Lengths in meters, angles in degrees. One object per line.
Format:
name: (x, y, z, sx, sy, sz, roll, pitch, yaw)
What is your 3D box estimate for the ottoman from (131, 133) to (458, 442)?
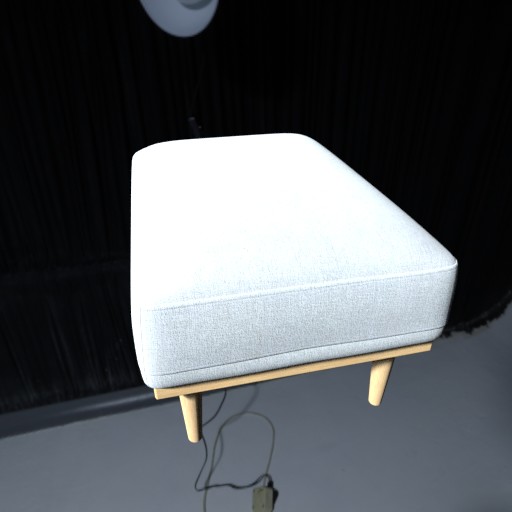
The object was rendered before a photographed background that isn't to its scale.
ottoman: (0.000, 0.000, 1.057, 0.549, 0.428, 0.749, -7, 32, -11)
